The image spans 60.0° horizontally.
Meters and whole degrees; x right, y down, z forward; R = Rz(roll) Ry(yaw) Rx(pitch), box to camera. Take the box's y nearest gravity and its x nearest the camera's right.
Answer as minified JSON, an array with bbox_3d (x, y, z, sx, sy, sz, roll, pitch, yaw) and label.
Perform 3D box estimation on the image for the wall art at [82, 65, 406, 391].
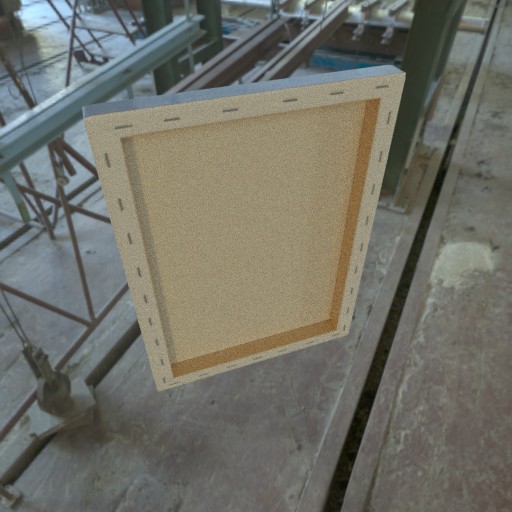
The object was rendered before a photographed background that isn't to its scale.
[{"bbox_3d":[0.000,0.000,0.806,0.455,0.613,0.037,-13,44,-14],"label":"wall art"}]
